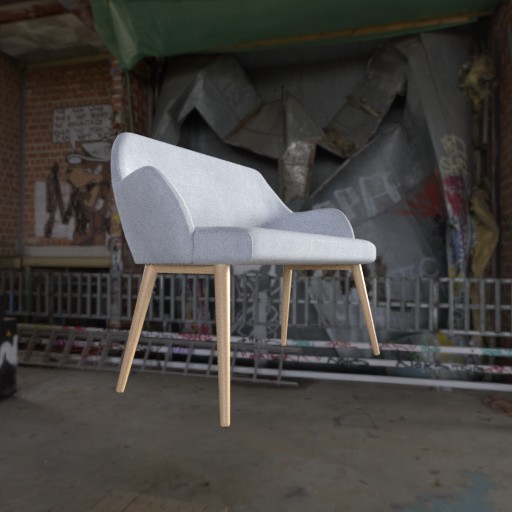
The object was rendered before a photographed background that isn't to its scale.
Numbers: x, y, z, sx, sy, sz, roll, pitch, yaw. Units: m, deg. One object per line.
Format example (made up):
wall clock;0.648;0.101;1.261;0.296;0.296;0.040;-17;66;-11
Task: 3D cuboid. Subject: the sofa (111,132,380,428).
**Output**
sofa;0.000;0.000;1.640;0.610;0.840;1.150;-1;-1;35
